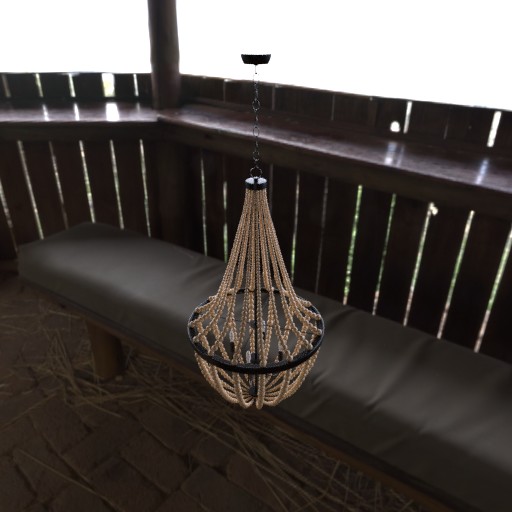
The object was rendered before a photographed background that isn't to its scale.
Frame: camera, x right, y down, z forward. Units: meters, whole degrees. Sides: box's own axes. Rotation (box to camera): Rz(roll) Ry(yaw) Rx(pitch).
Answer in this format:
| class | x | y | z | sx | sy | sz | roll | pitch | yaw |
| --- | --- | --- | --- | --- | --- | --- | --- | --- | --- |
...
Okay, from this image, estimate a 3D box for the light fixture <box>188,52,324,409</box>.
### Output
| class | x | y | z | sx | sy | sz | roll | pitch | yaw |
| --- | --- | --- | --- | --- | --- | --- | --- | --- | --- |
| light fixture | 0.000 | 0.000 | 1.361 | 0.450 | 1.133 | 0.450 | 0 | 27 | 0 |
